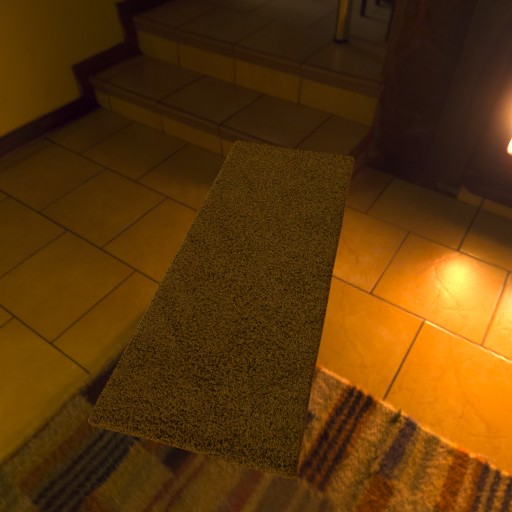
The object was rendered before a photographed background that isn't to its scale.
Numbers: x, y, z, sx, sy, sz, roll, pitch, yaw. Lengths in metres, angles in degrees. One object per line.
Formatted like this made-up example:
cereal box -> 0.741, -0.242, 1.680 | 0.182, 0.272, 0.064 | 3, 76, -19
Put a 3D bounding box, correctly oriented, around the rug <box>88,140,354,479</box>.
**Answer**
rug -> 0.000, 0.000, 1.726 | 0.609, 0.030, 1.524 | 11, 47, 10
